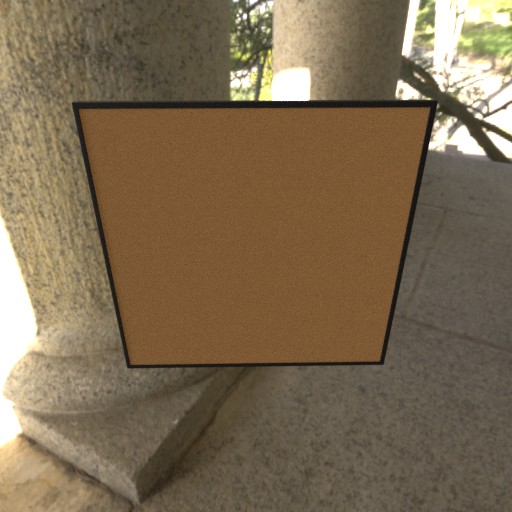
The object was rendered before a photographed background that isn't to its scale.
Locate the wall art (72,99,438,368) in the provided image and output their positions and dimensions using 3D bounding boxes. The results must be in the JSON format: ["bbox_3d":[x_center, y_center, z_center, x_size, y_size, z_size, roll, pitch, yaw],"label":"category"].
[{"bbox_3d":[0.000,0.000,0.982,0.664,0.663,0.015,-1,31,-1],"label":"wall art"}]
